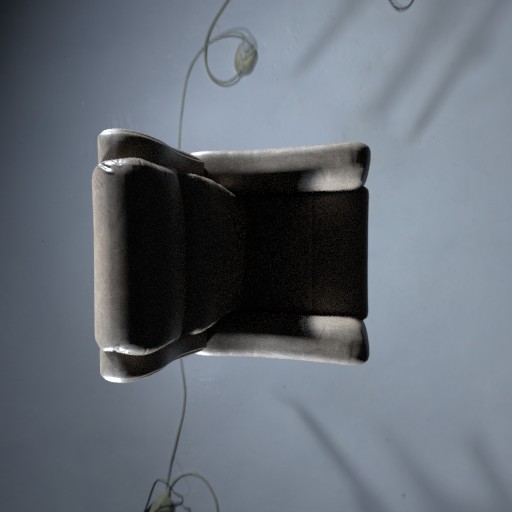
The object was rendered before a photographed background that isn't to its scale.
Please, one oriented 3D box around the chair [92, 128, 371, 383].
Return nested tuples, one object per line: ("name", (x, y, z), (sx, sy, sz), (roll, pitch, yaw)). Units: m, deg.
("chair", (0.000, 0.000, 1.936), (1.068, 1.116, 0.967), (0, 91, 2))
